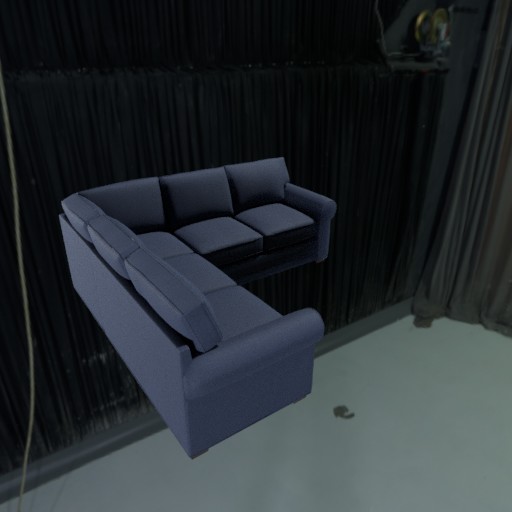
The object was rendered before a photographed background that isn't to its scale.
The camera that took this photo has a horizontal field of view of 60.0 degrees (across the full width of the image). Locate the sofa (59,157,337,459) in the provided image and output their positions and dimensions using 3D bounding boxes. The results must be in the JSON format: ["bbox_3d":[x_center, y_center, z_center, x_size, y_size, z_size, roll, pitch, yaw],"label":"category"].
[{"bbox_3d":[0.000,0.000,3.826,2.562,1.042,2.487,-17,31,-31],"label":"sofa"}]
